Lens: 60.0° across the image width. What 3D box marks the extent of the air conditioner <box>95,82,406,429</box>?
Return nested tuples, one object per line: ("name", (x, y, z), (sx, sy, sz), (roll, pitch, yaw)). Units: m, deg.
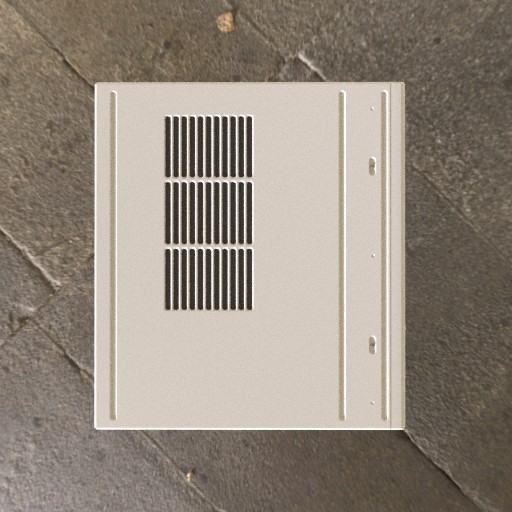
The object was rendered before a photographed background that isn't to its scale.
("air conditioner", (0.000, 0.000, 1.045), (0.599, 0.455, 0.645), (0, 90, 0))
